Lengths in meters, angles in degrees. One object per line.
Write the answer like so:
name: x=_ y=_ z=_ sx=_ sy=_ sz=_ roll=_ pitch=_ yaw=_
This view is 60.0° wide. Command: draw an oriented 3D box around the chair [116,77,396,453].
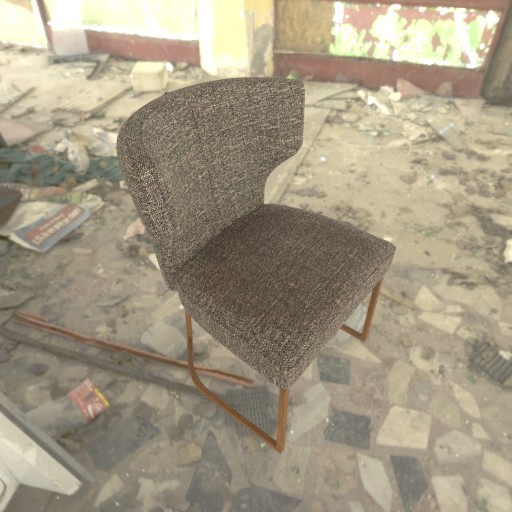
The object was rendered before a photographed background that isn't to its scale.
chair: x=0.000 y=0.000 z=1.273 sx=0.617 sy=0.824 sz=0.611 roll=28 pitch=48 yaw=28
